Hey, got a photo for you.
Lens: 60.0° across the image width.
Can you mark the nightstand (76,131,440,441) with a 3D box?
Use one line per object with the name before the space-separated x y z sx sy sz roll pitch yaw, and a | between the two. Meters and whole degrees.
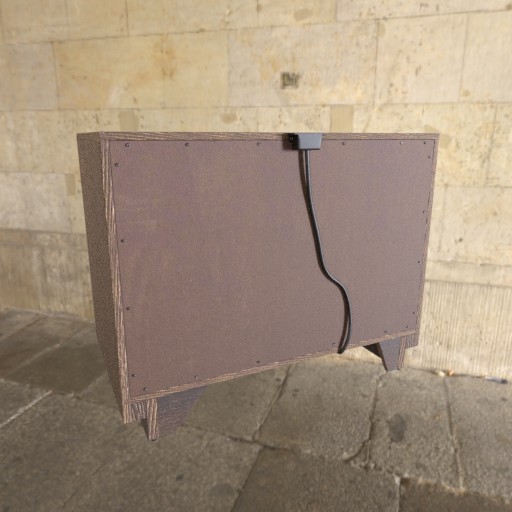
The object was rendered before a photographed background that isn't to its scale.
nightstand | 0.000 0.000 1.147 0.775 0.612 0.457 -7 17 -25
